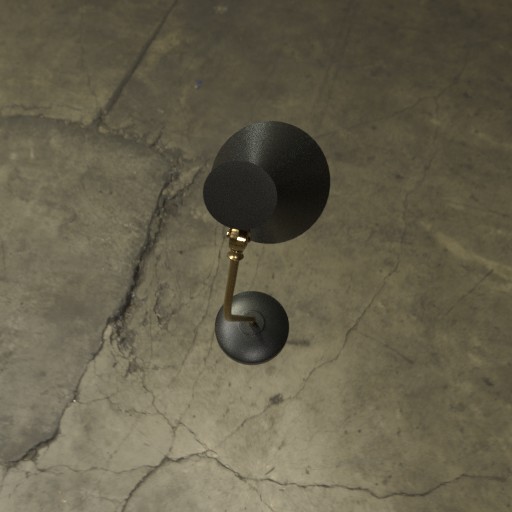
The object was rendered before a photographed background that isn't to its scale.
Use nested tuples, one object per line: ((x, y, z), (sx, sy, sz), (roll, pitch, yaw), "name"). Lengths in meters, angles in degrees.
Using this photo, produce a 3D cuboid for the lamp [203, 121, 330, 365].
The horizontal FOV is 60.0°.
((0.000, 0.000, 0.773), (0.189, 0.647, 0.292), (16, 65, 8), "lamp")
